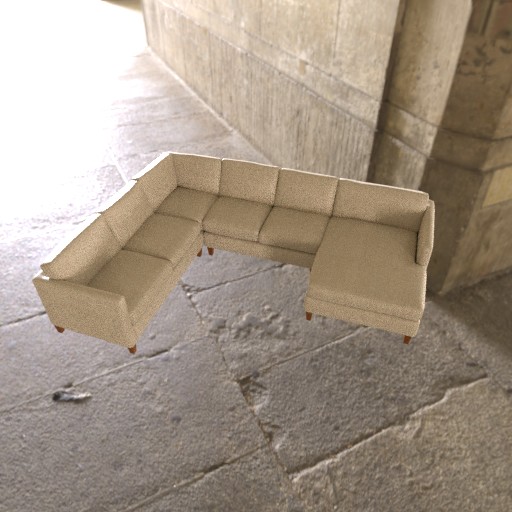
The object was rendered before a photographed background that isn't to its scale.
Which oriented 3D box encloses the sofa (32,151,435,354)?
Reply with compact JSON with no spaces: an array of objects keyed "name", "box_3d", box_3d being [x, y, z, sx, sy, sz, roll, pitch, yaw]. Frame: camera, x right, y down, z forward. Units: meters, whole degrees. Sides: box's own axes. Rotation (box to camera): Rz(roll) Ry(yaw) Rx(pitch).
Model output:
[{"name":"sofa","box_3d":[0.000,0.000,4.665,3.460,0.961,2.594,12,41,14]}]
